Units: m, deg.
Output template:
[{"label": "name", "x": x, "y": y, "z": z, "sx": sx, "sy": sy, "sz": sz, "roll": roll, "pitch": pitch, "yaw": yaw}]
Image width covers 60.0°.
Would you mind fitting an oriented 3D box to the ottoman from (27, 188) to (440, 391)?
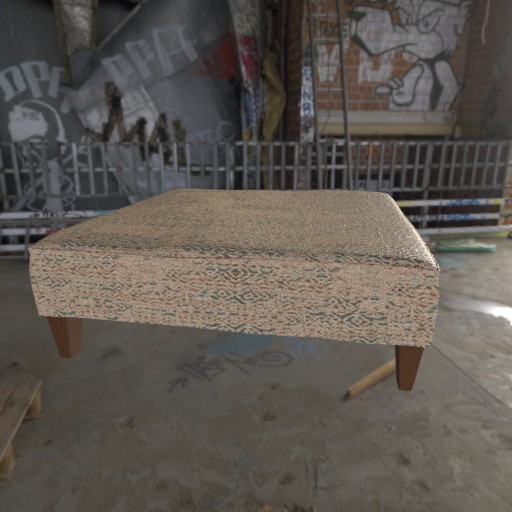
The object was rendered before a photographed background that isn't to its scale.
[{"label": "ottoman", "x": 0.000, "y": 0.000, "z": 1.502, "sx": 0.968, "sy": 0.356, "sz": 1.004, "roll": 3, "pitch": 16, "yaw": 10}]
